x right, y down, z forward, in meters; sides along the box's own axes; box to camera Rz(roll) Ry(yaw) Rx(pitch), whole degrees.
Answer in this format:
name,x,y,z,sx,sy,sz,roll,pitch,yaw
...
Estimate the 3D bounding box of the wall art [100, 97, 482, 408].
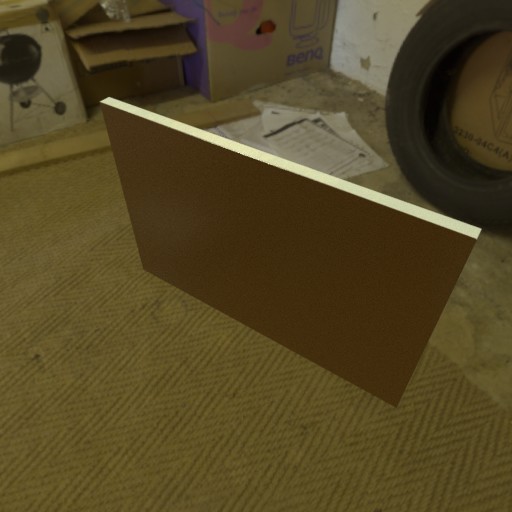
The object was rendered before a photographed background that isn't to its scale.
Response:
name,x,y,z,sx,sy,sz,roll,pitch,yaw
wall art,0.000,0.000,1.439,1.145,0.762,0.041,25,50,23
